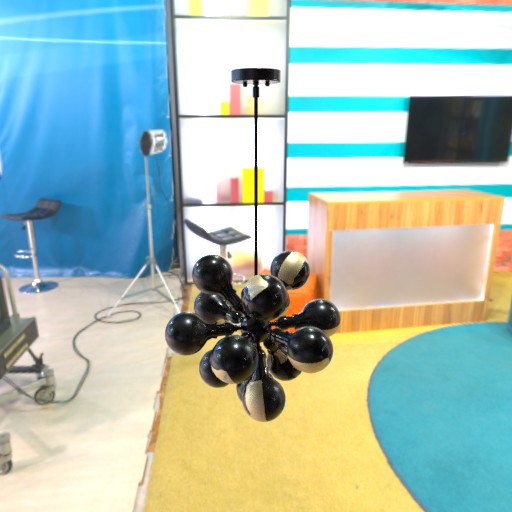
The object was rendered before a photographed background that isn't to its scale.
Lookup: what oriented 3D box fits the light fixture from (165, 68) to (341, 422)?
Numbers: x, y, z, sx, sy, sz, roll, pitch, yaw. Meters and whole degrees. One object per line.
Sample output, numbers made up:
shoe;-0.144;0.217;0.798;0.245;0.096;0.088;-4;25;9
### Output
light fixture;0.000;0.000;1.107;0.420;0.859;0.468;-15;22;-42
